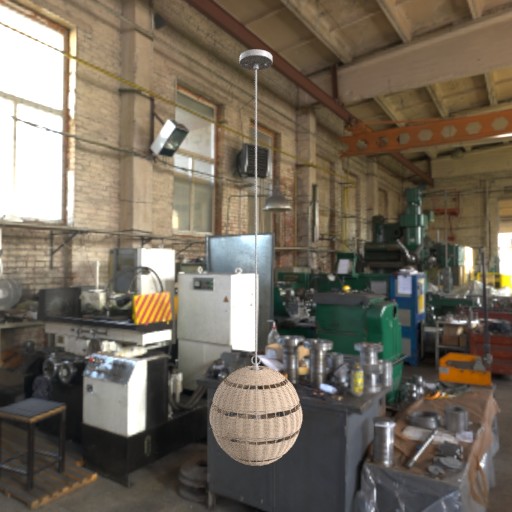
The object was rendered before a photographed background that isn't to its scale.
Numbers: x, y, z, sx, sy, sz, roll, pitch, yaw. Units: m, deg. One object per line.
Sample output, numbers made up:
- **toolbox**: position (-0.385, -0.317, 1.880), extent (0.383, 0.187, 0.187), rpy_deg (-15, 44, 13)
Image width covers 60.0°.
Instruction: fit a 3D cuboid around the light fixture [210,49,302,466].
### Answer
- **light fixture**: position (0.000, 0.000, 2.226), extent (0.457, 2.019, 0.457), rpy_deg (0, -2, -1)
